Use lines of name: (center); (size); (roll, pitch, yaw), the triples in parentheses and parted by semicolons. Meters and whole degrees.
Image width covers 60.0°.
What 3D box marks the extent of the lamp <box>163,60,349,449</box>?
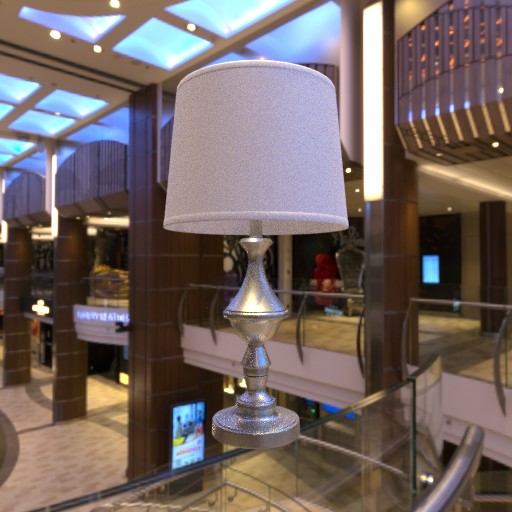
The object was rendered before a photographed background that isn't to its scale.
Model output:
lamp: (0.000, 0.000, 0.935); (0.383, 0.733, 0.383); (0, -1, 0)
